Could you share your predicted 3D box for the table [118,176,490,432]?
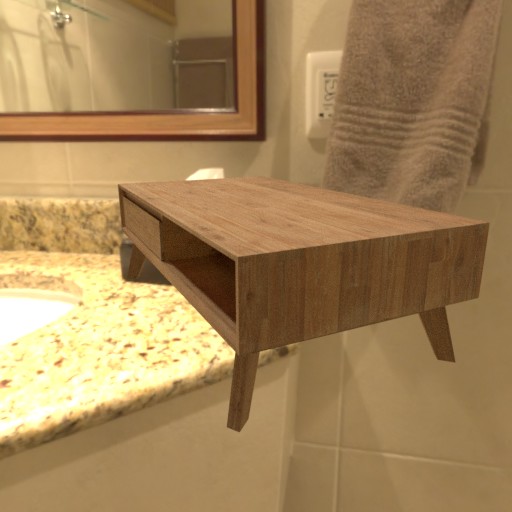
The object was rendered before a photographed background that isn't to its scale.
[{"bbox_3d":[0.000,0.000,2.028,0.918,0.531,1.619,-8,18,-25],"label":"table"}]
